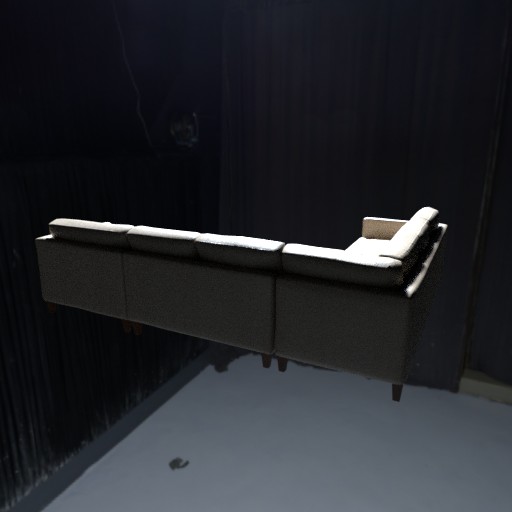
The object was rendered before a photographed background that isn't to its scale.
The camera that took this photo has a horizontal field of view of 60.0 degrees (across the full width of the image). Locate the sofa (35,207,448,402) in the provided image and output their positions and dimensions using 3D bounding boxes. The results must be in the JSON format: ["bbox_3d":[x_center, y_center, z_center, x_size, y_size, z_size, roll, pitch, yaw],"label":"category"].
[{"bbox_3d":[0.000,0.000,4.597,3.460,0.961,2.594,8,17,26],"label":"sofa"}]
